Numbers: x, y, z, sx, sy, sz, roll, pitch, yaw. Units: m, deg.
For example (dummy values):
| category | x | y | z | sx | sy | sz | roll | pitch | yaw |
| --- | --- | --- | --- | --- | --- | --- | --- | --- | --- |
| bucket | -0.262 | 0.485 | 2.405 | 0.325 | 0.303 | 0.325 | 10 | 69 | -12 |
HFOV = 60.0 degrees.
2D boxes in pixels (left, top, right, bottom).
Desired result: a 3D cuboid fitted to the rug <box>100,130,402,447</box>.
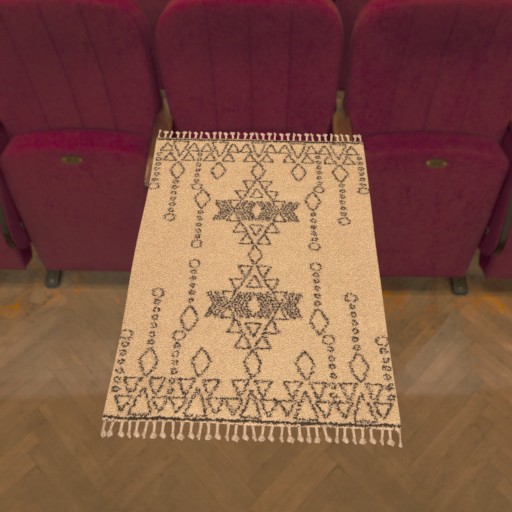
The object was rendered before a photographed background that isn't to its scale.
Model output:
| category | x | y | z | sx | sy | sz | roll | pitch | yaw |
| --- | --- | --- | --- | --- | --- | --- | --- | --- | --- |
| rug | 0.000 | 0.000 | 3.852 | 2.125 | 0.028 | 3.027 | 1 | 59 | 1 |
